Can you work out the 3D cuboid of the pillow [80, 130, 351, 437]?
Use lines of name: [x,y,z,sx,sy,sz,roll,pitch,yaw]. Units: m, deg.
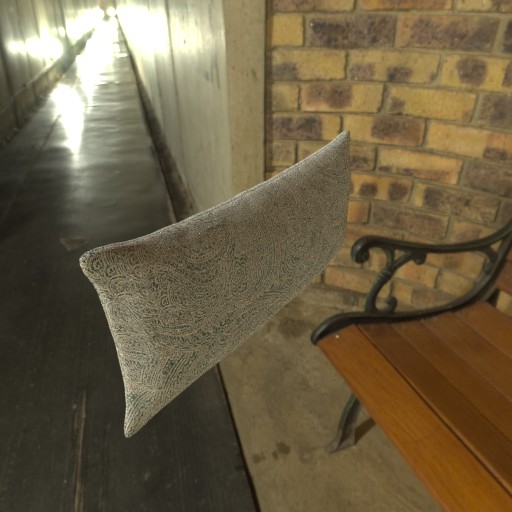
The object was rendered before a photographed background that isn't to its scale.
pillow: [0.000,0.000,0.746,0.151,0.295,0.615,21,37,31]
